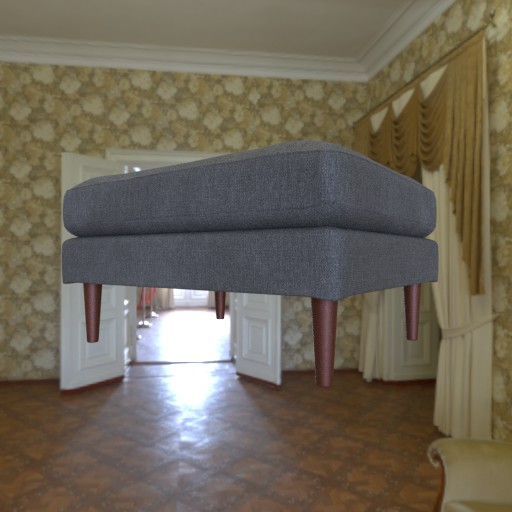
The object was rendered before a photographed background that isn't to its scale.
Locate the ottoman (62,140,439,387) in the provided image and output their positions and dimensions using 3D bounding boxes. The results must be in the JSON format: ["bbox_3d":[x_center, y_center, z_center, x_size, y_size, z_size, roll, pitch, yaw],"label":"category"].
[{"bbox_3d":[0.000,0.000,1.238,0.821,0.474,0.693,0,0,36],"label":"ottoman"}]
